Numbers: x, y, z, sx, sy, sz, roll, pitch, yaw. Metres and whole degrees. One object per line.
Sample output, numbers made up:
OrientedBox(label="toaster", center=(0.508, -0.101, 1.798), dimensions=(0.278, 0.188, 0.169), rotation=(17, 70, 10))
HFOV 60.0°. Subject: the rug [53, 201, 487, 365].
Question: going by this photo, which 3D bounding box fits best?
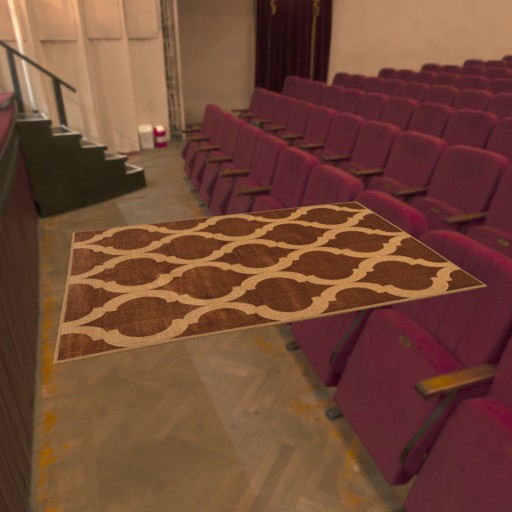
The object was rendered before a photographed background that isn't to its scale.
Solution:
OrientedBox(label="rug", center=(0.000, 0.000, 2.853), dimensions=(2.290, 0.014, 1.526), rotation=(-8, 27, -16))
